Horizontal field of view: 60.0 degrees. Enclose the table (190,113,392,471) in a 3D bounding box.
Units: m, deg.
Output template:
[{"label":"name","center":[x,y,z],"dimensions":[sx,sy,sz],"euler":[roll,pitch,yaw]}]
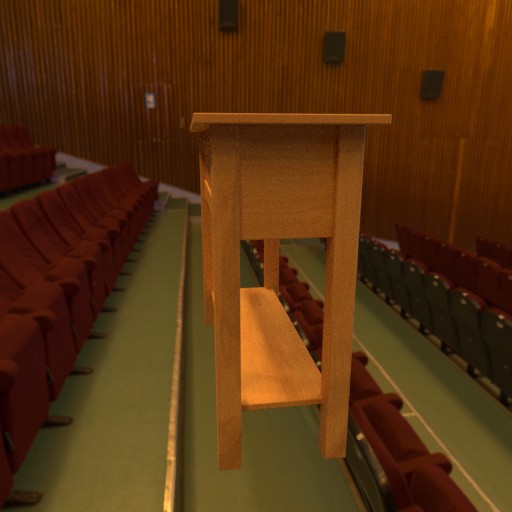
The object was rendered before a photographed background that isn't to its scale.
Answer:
[{"label":"table","center":[0.000,0.000,1.264],"dimensions":[0.340,0.728,0.900],"euler":[-2,15,-8]}]
